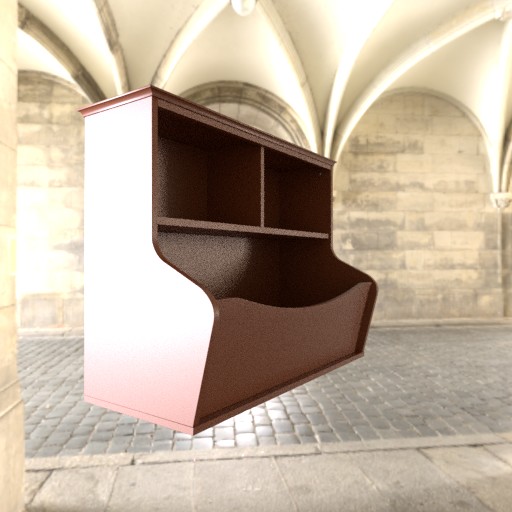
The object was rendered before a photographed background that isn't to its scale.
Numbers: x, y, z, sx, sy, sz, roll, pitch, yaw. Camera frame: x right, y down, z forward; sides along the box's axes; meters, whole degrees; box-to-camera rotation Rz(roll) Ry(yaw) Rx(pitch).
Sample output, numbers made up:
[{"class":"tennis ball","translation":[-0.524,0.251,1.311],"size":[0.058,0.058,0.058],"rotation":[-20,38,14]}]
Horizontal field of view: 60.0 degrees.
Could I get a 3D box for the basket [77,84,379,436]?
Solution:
[{"class":"basket","translation":[0.000,0.000,1.159],"size":[0.376,0.625,0.792],"rotation":[0,0,35]}]
